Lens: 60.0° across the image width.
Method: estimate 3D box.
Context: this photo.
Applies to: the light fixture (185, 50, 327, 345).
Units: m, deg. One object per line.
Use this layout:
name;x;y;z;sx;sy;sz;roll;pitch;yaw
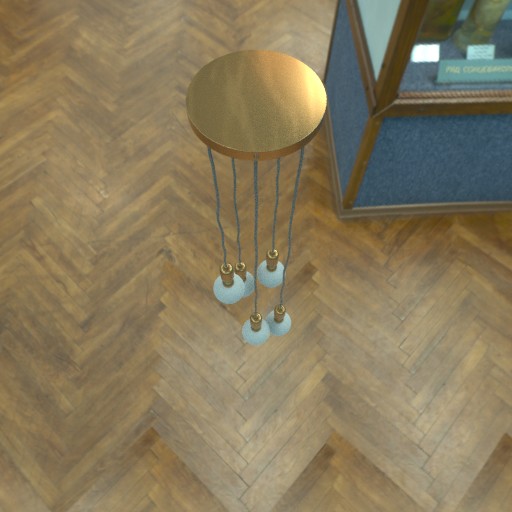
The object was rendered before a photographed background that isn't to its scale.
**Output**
light fixture;0.000;0.000;0.503;0.108;0.457;0.105;0;62;0
